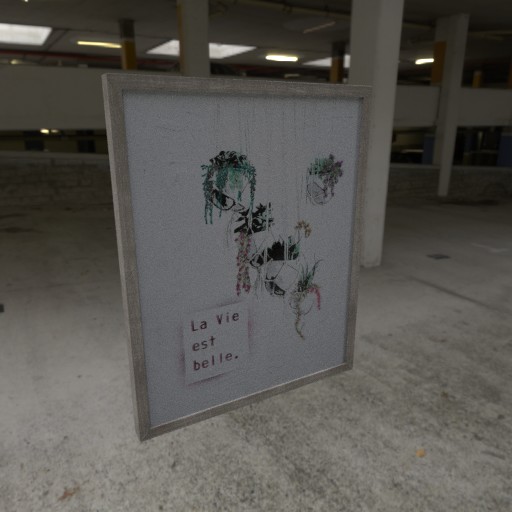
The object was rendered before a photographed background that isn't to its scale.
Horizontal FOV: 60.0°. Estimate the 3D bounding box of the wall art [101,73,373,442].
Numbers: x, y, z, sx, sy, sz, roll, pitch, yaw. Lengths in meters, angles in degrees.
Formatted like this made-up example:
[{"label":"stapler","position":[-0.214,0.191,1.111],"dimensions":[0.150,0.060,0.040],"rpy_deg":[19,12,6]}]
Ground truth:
[{"label":"wall art","position":[0.000,0.000,0.709],"dimensions":[0.421,0.521,0.032],"rpy_deg":[-10,19,-28]}]
